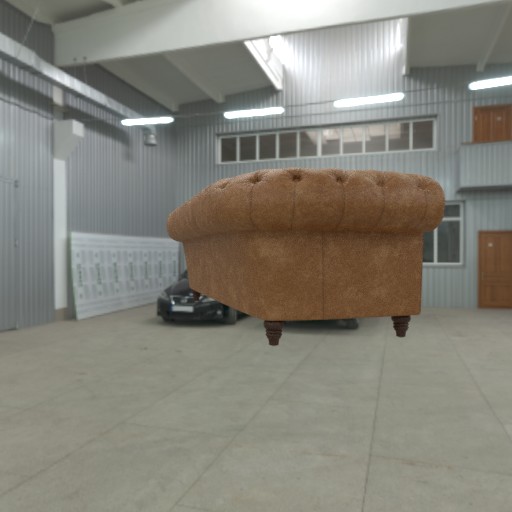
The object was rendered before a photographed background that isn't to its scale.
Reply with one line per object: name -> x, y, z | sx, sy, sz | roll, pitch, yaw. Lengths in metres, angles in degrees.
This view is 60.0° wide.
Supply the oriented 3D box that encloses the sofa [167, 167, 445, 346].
sofa -> 0.000, 0.000, 2.850 | 0.989, 0.760, 2.365 | 0, 0, -18
